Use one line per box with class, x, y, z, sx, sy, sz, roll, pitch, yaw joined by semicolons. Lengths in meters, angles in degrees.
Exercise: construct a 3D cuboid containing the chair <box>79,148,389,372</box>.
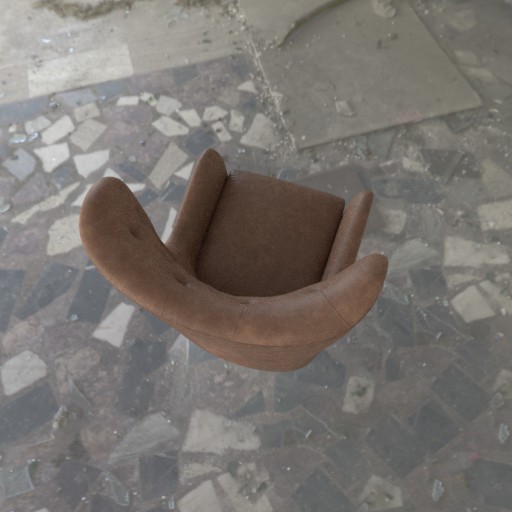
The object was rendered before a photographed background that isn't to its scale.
chair;0.000;0.000;1.712;0.831;1.079;0.930;17;64;9
